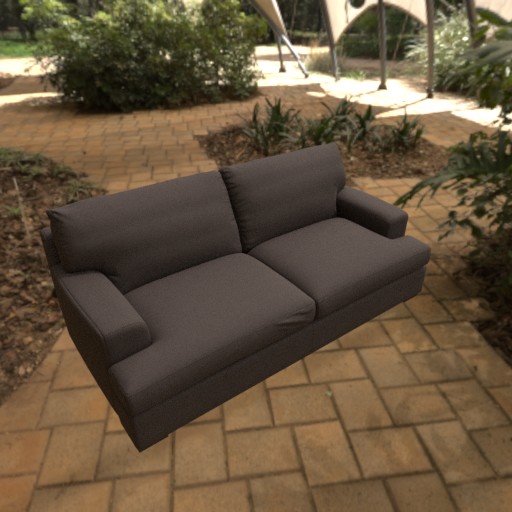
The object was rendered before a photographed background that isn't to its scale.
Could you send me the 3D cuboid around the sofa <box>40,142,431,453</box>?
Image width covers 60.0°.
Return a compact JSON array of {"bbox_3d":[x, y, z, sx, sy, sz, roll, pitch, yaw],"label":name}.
[{"bbox_3d":[0.000,0.000,2.806,2.271,0.950,1.140,-21,36,-31],"label":"sofa"}]
